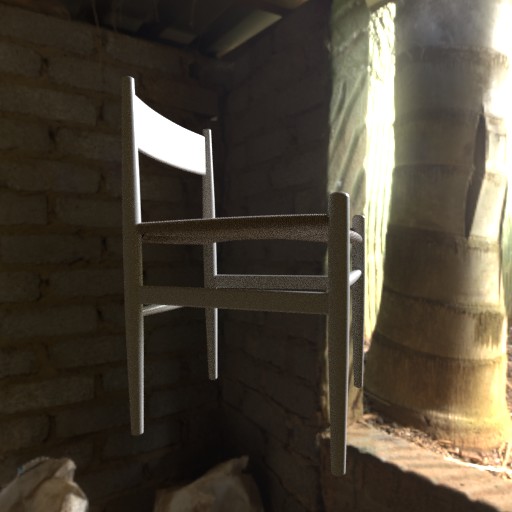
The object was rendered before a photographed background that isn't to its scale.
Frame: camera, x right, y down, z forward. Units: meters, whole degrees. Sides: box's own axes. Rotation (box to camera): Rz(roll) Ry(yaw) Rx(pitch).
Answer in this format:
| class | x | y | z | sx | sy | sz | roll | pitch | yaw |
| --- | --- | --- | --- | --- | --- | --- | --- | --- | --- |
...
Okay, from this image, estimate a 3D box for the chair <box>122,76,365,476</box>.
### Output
| class | x | y | z | sx | sy | sz | roll | pitch | yaw |
| --- | --- | --- | --- | --- | --- | --- | --- | --- | --- |
| chair | 0.000 | 0.000 | 1.087 | 0.495 | 0.762 | 0.556 | 0 | 1 | 17 |
